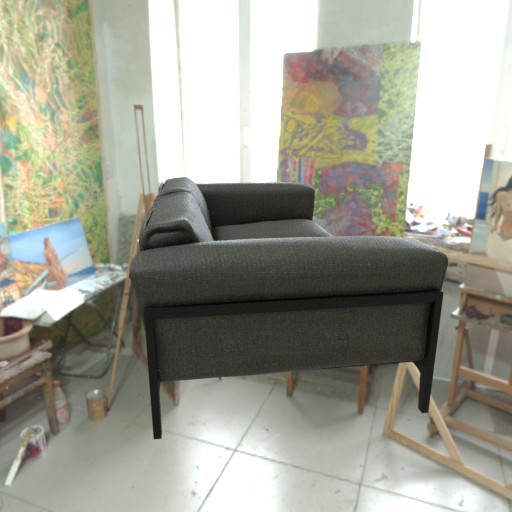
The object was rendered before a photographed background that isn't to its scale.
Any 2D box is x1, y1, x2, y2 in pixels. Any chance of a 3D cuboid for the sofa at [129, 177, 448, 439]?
[{"bbox_3d":[0.000,0.000,2.122,0.960,0.656,1.690,-2,16,-8],"label":"sofa"}]
